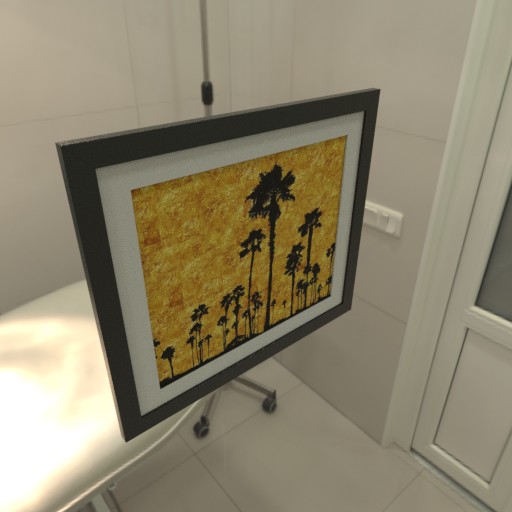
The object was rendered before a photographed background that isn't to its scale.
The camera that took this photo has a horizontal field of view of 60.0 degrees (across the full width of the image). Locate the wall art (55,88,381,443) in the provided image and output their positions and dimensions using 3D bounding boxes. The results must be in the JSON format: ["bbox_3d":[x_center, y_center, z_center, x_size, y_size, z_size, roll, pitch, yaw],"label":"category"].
[{"bbox_3d":[0.000,0.000,0.517,0.383,0.332,0.012,-23,37,-34],"label":"wall art"}]
